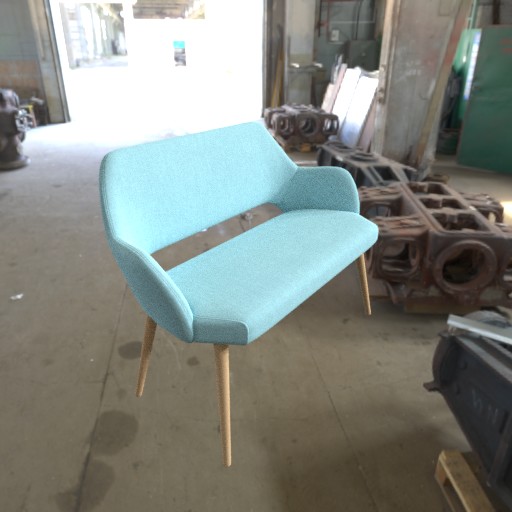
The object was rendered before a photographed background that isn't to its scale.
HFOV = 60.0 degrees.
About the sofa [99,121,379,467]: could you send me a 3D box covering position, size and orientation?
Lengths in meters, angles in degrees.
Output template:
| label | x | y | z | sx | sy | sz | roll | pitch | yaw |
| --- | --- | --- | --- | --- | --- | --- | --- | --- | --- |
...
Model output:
| label | x | y | z | sx | sy | sz | roll | pitch | yaw |
| --- | --- | --- | --- | --- | --- | --- | --- | --- | --- |
| sofa | 0.000 | 0.000 | 1.656 | 0.610 | 0.840 | 1.150 | 18 | 31 | 33 |
